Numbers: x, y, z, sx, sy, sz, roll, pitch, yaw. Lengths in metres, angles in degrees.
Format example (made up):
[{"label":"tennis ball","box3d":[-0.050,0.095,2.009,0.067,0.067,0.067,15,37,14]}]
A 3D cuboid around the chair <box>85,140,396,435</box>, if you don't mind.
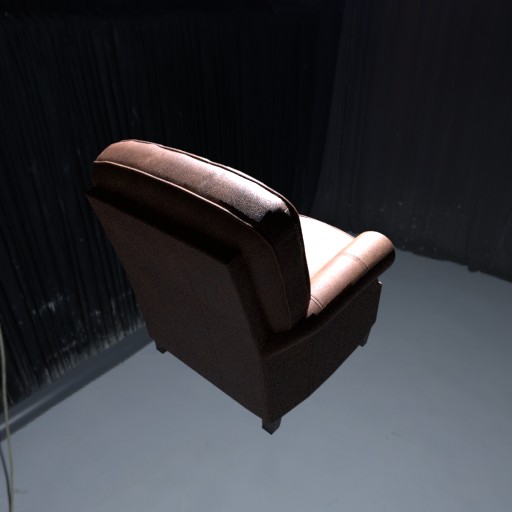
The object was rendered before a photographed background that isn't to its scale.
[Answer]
[{"label":"chair","box3d":[0.000,0.000,1.793,0.936,1.018,0.986,25,39,34]}]
